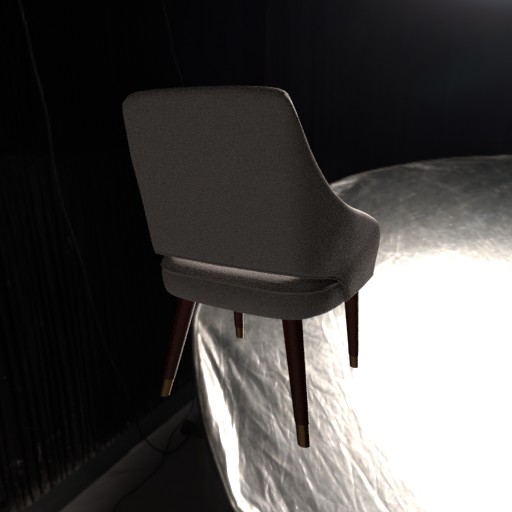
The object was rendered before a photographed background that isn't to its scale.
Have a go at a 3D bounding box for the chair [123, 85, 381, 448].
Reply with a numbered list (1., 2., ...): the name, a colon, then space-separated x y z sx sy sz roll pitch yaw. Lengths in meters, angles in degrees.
1. chair: 0.000 0.000 1.301 0.609 0.889 0.600 9 18 28
